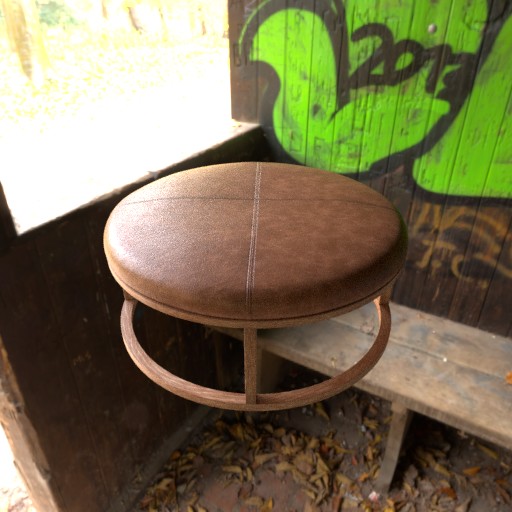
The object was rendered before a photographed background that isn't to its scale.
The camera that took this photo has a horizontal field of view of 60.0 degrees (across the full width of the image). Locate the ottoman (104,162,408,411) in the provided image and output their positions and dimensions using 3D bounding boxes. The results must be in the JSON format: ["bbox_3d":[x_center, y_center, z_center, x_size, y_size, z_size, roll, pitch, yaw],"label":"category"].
[{"bbox_3d":[0.000,0.000,1.587,1.006,0.445,1.006,0,31,0],"label":"ottoman"}]
